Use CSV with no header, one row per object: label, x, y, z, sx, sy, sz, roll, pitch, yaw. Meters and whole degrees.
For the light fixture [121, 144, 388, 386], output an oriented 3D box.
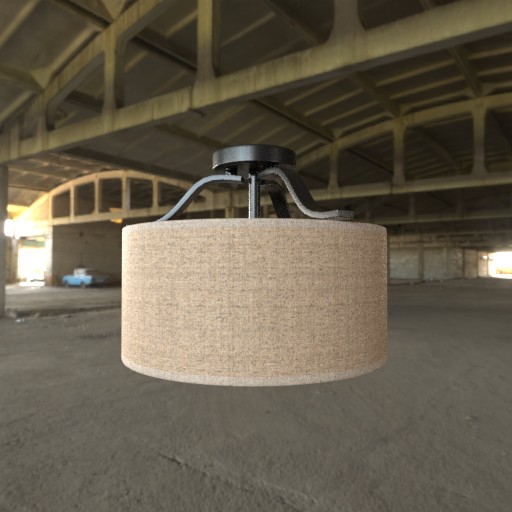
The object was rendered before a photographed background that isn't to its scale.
light fixture,0.000,0.000,0.671,0.390,0.306,0.390,0,-1,0
